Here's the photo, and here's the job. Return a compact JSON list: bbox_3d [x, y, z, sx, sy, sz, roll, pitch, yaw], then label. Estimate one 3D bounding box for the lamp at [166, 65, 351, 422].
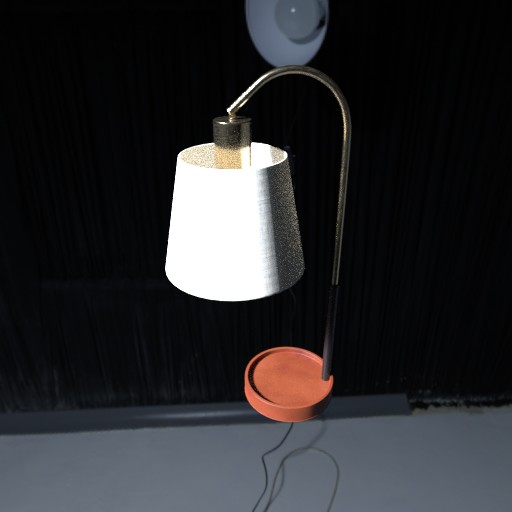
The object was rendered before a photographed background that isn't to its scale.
[{"bbox_3d":[0.000,0.000,0.675,0.273,0.536,0.211,-1,27,-1],"label":"lamp"}]
